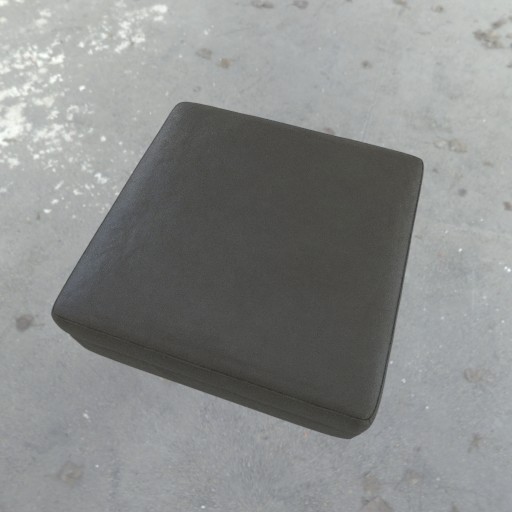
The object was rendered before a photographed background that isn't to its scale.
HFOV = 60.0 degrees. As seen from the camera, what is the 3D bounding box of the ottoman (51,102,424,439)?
[{"bbox_3d":[0.000,0.000,1.343,0.836,0.415,0.844,16,61,9],"label":"ottoman"}]
